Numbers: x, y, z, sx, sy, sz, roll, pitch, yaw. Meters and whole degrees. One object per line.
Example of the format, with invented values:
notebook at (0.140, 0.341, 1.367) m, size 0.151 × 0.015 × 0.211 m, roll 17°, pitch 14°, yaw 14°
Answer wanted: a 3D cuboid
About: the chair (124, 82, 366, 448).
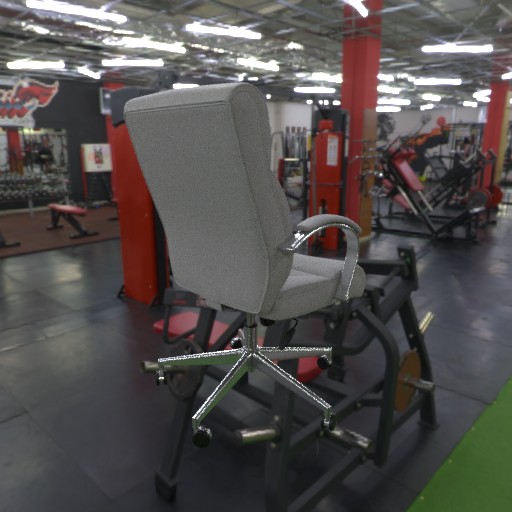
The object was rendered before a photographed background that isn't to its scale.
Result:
chair at (0.000, 0.000, 1.601) m, size 0.745 × 1.099 × 0.727 m, roll -13°, pitch 19°, yaw -43°
